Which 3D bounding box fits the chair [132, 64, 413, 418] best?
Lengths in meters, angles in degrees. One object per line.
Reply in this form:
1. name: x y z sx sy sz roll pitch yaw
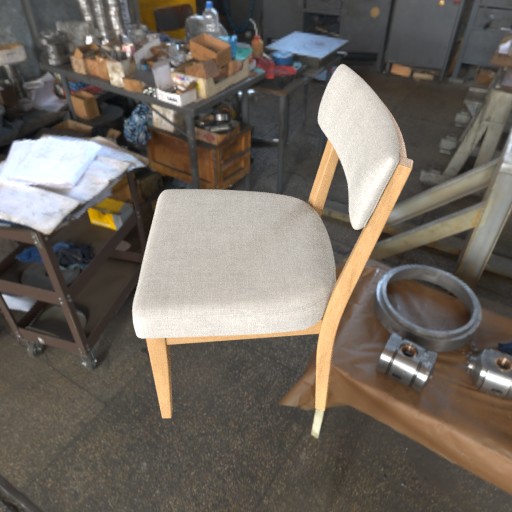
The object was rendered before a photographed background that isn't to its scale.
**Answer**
1. chair: 0.000 0.000 1.176 0.572 0.832 0.508 -1 41 -1
